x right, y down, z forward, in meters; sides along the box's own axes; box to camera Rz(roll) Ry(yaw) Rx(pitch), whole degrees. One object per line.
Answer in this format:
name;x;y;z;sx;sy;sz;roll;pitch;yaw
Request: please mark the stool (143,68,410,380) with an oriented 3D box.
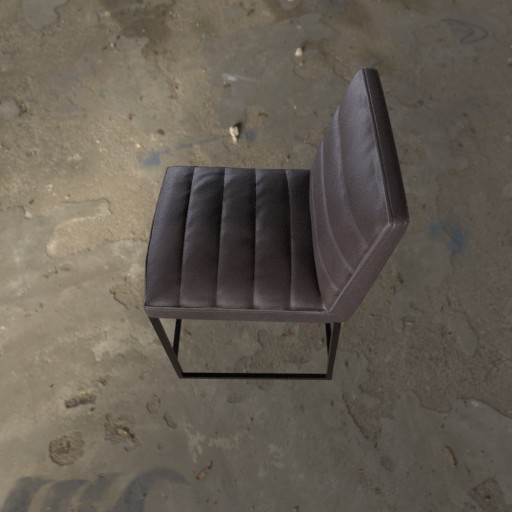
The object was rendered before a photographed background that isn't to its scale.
stool;0.000;0.000;1.276;0.562;0.946;0.463;0;58;0
